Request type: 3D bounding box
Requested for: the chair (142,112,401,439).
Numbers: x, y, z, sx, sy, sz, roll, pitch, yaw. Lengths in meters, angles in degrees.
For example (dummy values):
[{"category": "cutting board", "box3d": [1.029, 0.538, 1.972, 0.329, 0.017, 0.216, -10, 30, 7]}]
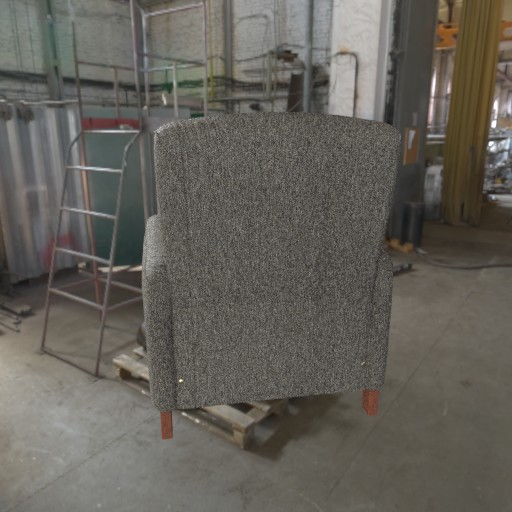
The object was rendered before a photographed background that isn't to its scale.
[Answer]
[{"category": "chair", "box3d": [0.000, 0.000, 1.694, 0.848, 1.014, 0.864, -3, 16, -10]}]
